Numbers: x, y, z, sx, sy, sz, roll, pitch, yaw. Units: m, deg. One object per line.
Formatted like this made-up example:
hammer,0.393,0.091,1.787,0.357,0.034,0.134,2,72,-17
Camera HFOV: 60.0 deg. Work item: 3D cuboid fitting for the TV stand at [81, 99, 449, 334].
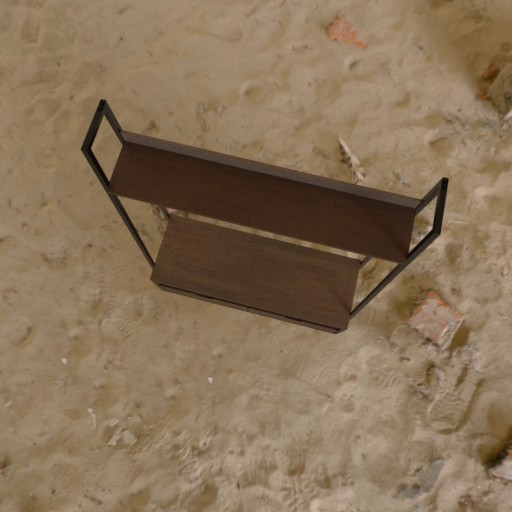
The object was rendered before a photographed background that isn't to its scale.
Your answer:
TV stand,0.000,0.000,2.348,1.250,1.772,0.432,14,76,4
